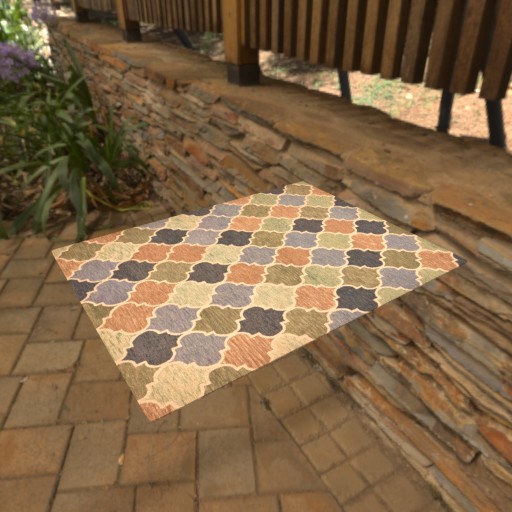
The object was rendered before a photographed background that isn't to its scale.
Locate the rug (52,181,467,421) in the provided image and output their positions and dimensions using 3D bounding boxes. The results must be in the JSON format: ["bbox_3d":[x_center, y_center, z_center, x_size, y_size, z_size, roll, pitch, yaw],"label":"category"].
[{"bbox_3d":[0.000,0.000,4.263,3.200,0.013,2.439,-20,36,-29],"label":"rug"}]
